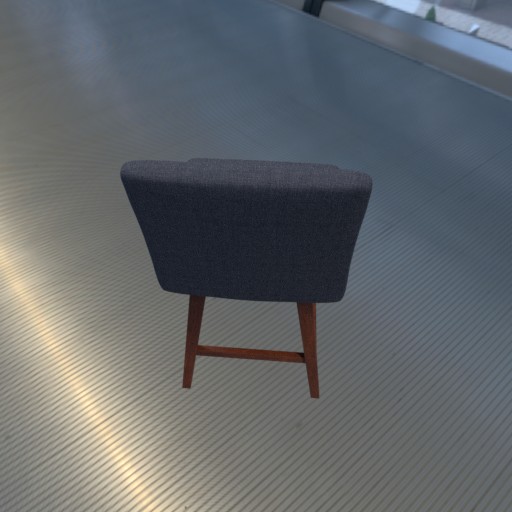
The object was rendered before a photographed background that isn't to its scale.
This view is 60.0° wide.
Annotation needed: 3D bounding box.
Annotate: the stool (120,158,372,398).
[{"bbox_3d":[0.000,0.000,1.203,0.467,0.895,0.524,3,46,3],"label":"stool"}]
